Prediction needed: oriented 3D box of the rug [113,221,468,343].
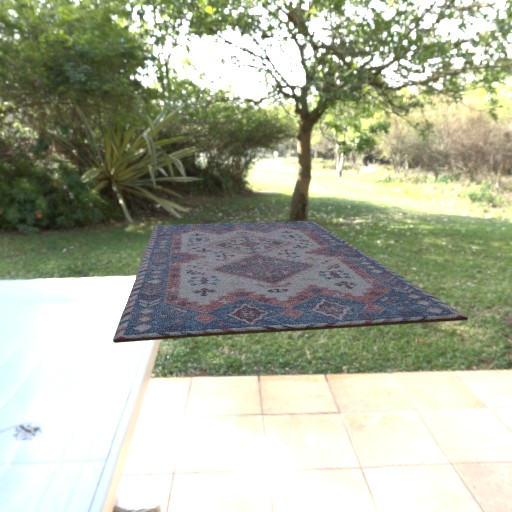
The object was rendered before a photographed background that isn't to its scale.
[{"bbox_3d":[0.000,0.000,3.013,1.521,0.023,2.464,-2,15,-9],"label":"rug"}]
